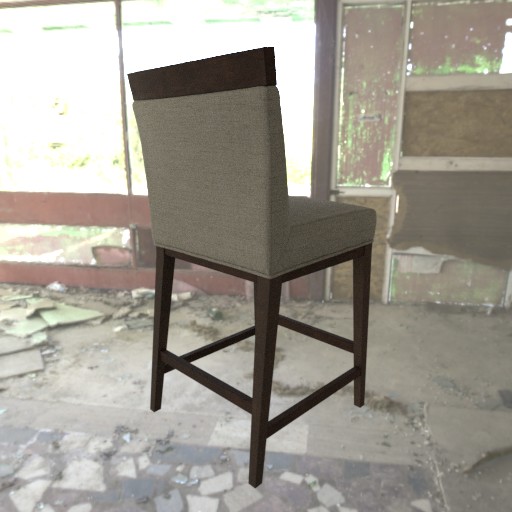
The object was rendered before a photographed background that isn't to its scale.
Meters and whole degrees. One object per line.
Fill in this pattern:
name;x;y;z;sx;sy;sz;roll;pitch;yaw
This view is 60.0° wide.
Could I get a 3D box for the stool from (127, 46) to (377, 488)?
stool;0.000;0.000;1.297;0.512;1.009;0.531;14;20;43
